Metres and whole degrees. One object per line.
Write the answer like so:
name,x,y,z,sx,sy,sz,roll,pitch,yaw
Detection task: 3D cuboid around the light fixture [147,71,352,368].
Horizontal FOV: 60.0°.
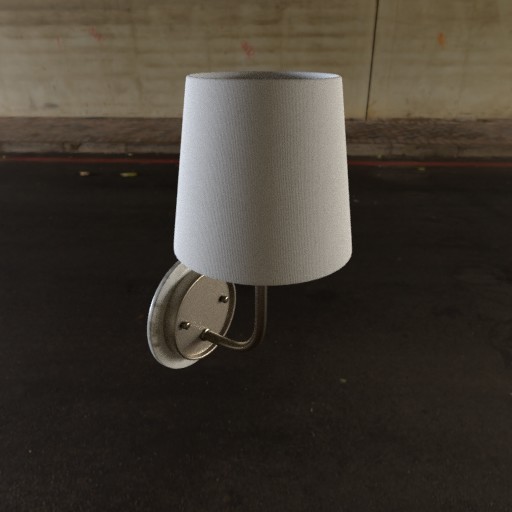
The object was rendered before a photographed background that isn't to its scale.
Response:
light fixture,0.000,0.000,0.444,0.188,0.337,0.168,17,30,31
